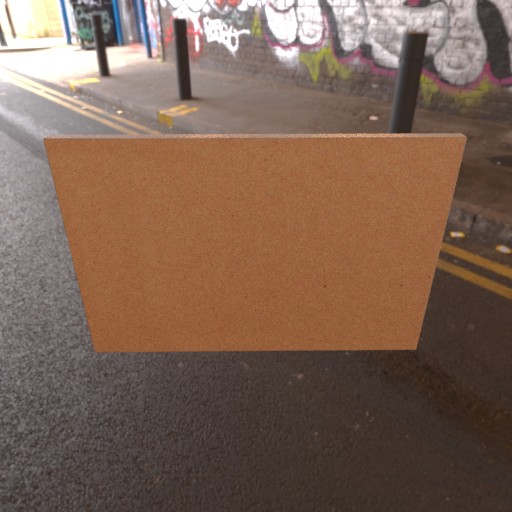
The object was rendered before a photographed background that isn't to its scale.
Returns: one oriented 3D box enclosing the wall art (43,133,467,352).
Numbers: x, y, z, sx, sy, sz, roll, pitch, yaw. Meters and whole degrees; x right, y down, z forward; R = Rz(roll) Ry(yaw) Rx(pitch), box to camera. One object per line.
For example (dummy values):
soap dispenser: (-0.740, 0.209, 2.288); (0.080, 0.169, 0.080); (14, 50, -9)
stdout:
wall art: (0.000, 0.000, 0.754); (0.615, 0.410, 0.021); (0, 30, -1)
